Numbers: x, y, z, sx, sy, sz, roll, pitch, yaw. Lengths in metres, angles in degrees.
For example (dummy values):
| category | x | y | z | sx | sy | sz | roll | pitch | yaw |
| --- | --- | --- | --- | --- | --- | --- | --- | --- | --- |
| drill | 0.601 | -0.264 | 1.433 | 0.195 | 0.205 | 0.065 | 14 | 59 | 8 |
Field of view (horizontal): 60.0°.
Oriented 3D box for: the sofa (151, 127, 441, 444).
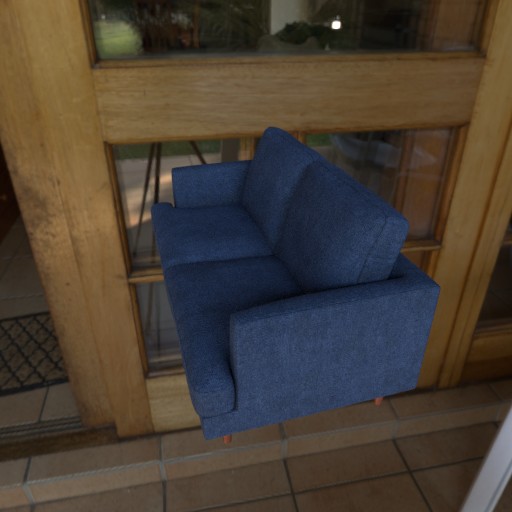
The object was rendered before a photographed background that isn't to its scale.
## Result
| category | x | y | z | sx | sy | sz | roll | pitch | yaw |
| --- | --- | --- | --- | --- | --- | --- | --- | --- | --- |
| sofa | 0.000 | 0.000 | 2.179 | 0.903 | 0.944 | 1.582 | -9 | 31 | -14 |
